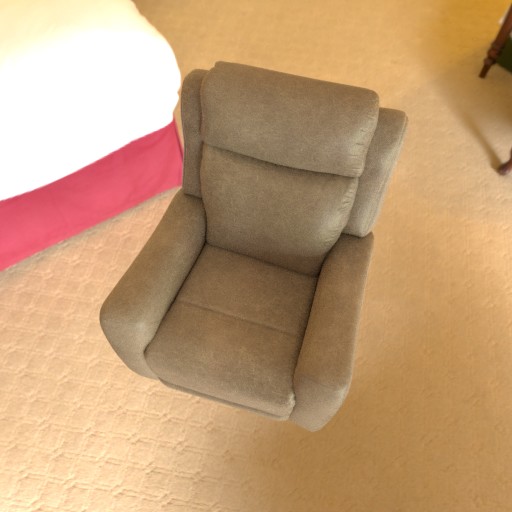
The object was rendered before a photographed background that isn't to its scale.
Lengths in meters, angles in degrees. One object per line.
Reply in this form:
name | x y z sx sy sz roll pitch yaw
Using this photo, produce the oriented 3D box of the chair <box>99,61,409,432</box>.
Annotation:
chair | 0.000 0.000 1.859 0.965 1.116 1.068 15 61 9
